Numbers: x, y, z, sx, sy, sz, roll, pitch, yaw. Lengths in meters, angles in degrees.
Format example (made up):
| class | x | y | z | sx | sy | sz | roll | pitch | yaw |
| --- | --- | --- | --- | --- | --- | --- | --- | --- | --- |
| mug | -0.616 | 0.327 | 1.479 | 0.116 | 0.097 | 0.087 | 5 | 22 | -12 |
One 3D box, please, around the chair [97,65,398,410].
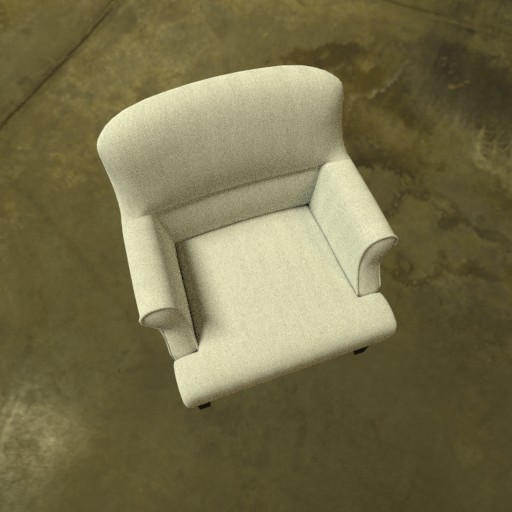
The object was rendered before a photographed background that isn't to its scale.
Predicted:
| class | x | y | z | sx | sy | sz | roll | pitch | yaw |
| --- | --- | --- | --- | --- | --- | --- | --- | --- | --- |
| chair | 0.000 | 0.000 | 1.472 | 0.781 | 0.875 | 0.750 | -17 | 65 | -8 |
